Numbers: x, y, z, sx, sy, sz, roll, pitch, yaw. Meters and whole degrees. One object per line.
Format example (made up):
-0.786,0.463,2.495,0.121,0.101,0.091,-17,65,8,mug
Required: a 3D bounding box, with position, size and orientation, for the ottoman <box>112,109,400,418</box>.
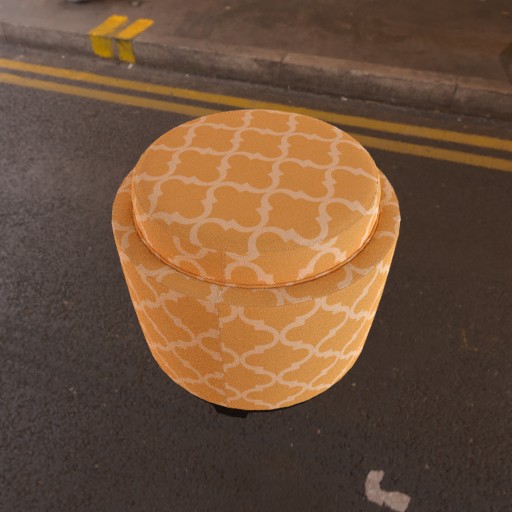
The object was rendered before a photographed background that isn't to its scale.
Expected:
0.000,0.000,0.843,0.480,0.429,0.480,0,46,0,ottoman
